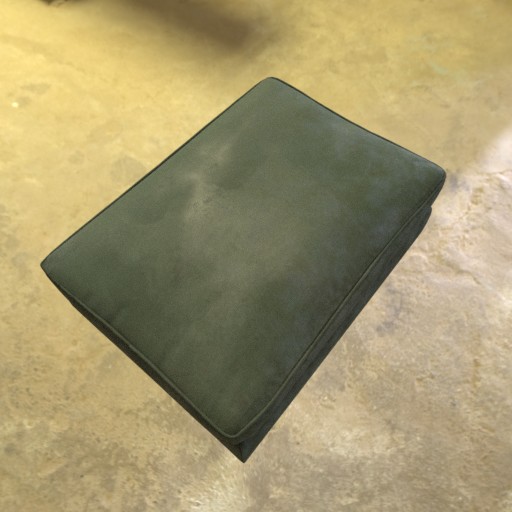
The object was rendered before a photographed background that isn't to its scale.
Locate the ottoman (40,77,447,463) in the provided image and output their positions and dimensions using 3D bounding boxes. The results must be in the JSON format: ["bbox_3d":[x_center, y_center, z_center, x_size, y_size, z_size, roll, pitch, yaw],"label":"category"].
[{"bbox_3d":[0.000,0.000,1.243,0.632,0.495,0.864,36,66,19],"label":"ottoman"}]
